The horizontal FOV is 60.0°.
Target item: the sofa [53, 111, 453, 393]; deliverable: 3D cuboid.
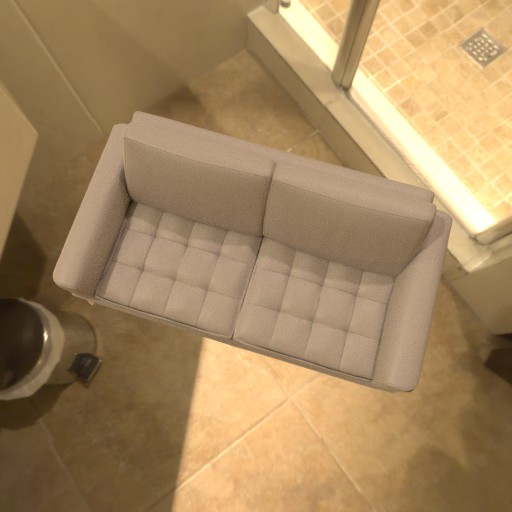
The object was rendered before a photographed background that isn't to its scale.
[{"bbox_3d":[0.000,0.000,2.709,2.177,0.930,1.121,16,77,4],"label":"sofa"}]
